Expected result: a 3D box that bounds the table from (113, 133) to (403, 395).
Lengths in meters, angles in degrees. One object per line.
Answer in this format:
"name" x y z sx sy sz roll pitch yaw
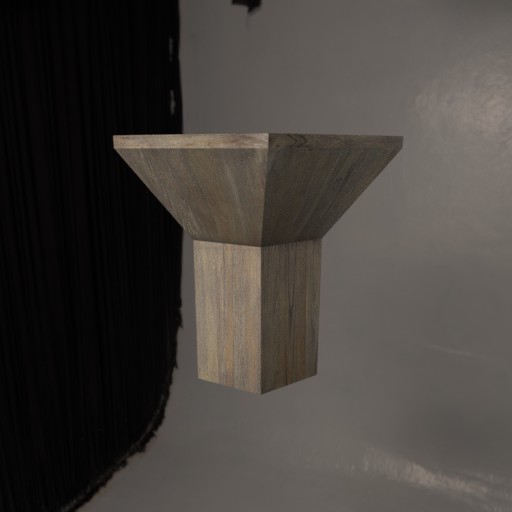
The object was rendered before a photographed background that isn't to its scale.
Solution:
"table" 0.000 0.000 1.137 0.683 0.586 0.592 7 15 26
